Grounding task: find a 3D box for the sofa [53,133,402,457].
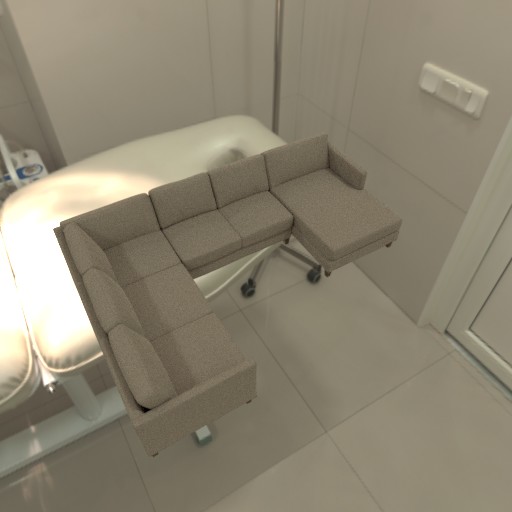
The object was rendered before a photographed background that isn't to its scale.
[{"bbox_3d":[0.000,0.000,4.604,3.438,0.865,2.424,-24,51,-21],"label":"sofa"}]
